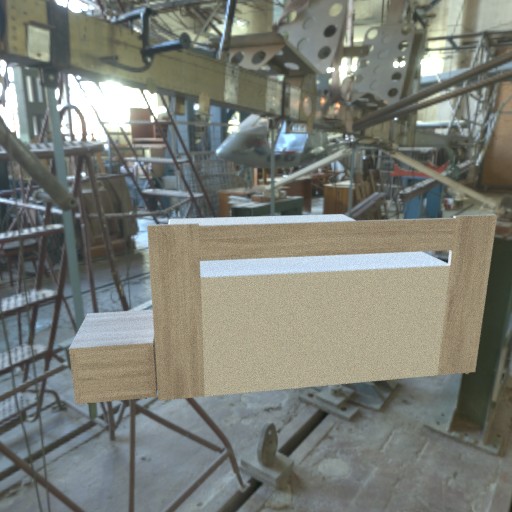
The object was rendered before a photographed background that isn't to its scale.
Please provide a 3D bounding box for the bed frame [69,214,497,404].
[{"bbox_3d":[0.000,0.000,3.082,2.040,0.860,2.050,-2,15,-9],"label":"bed frame"}]
